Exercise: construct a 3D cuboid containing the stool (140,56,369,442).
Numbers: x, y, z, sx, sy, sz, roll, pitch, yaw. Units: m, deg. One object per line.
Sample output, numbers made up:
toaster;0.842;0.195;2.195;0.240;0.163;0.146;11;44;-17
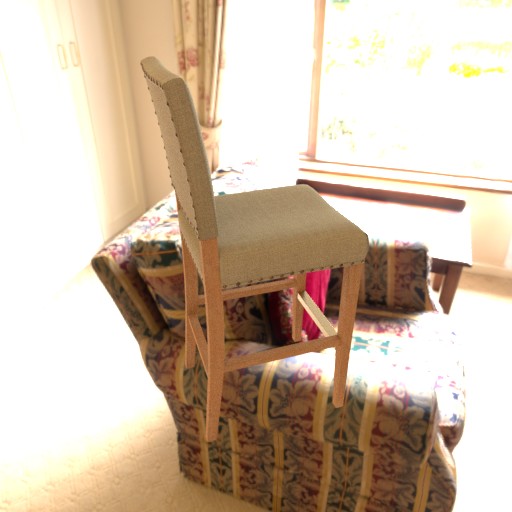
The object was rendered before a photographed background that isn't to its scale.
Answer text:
stool;0.000;0.000;1.488;0.585;1.203;0.445;-10;32;-16
